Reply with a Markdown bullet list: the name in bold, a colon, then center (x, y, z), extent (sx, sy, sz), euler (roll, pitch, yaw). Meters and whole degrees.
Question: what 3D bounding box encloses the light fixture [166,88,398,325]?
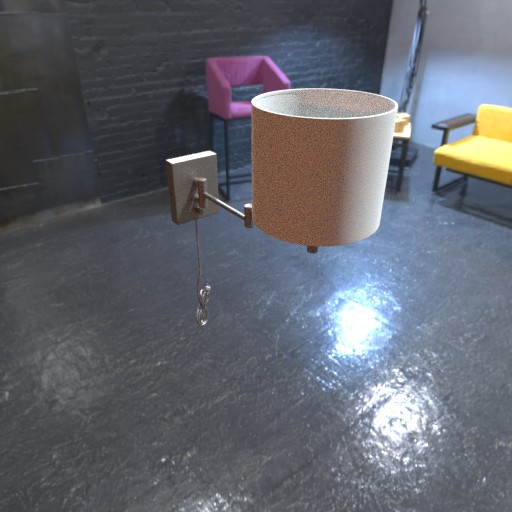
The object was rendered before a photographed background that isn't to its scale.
- **light fixture**: center (0.000, 0.000, 0.897), extent (0.203, 0.651, 0.516), euler (-21, 36, -31)
